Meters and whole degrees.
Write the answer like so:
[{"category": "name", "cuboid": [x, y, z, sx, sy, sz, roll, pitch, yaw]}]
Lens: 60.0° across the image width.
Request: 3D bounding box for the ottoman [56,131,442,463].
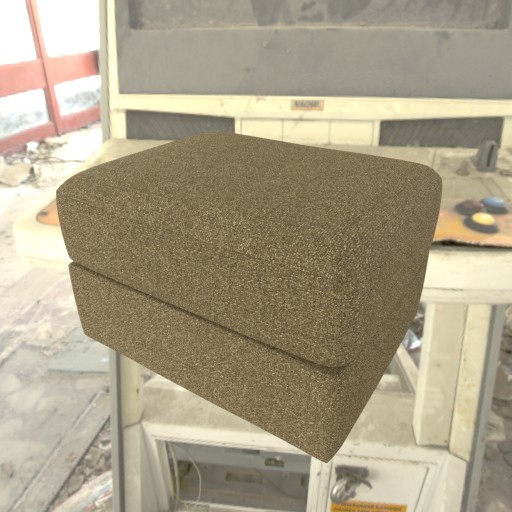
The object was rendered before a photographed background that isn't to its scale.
[{"category": "ottoman", "cuboid": [0.000, 0.000, 1.102, 0.742, 0.476, 0.598, 17, 33, 29]}]
